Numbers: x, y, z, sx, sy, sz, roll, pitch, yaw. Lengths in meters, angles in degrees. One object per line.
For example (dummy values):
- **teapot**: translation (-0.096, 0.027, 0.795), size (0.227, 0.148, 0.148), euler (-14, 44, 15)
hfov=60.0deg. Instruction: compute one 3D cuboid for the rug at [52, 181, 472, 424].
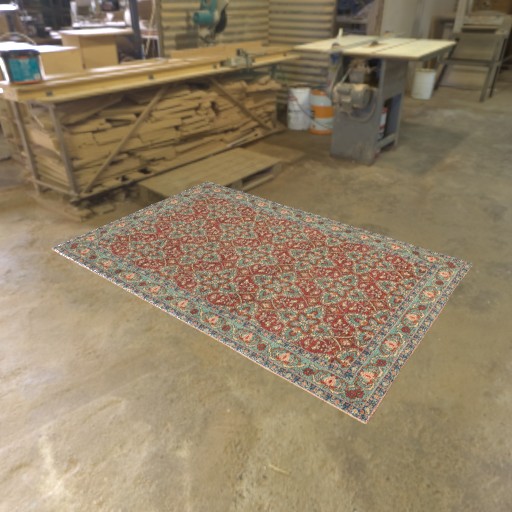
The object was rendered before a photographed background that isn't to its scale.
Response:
- **rug**: translation (0.000, 0.000, 2.301), size (1.829, 0.009, 1.219), euler (22, 37, 32)
